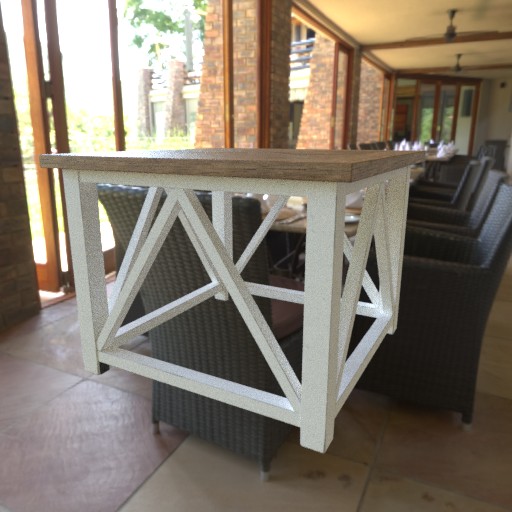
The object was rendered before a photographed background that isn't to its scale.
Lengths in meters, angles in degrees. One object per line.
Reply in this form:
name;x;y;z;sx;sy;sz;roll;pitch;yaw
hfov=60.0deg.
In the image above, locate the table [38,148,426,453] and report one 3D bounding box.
table;0.000;0.000;1.169;0.700;0.532;0.700;8;17;28
